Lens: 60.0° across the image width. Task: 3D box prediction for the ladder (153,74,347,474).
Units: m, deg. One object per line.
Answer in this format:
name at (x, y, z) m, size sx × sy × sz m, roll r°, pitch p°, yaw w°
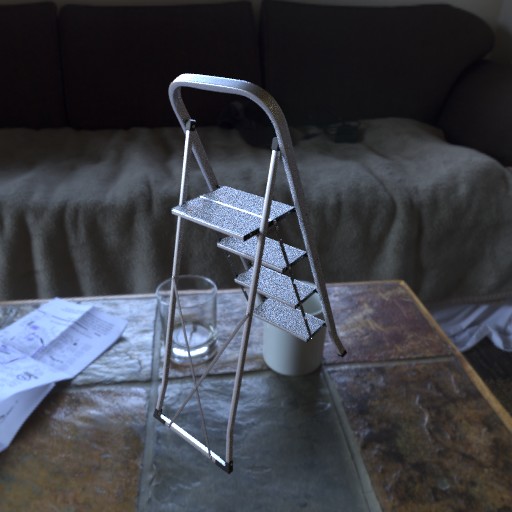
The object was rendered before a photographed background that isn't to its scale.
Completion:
ladder at (0.000, 0.000, 1.651) m, size 0.465 × 1.290 × 0.830 m, roll 22°, pitch 37°, yaw 32°
